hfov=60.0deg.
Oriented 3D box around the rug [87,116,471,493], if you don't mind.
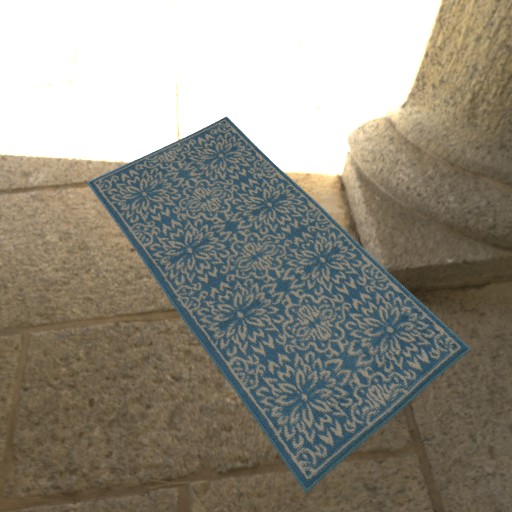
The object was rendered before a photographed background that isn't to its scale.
[{"bbox_3d":[0.000,0.000,1.412,0.604,0.007,1.219,-32,63,-19],"label":"rug"}]
